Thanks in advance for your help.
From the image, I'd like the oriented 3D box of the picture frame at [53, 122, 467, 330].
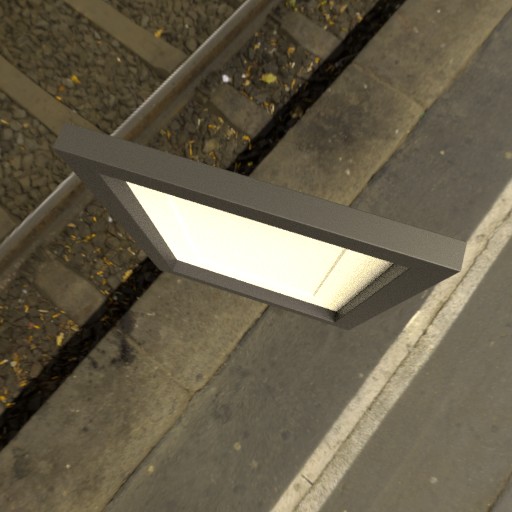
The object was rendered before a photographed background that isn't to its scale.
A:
[{"bbox_3d":[0.000,0.000,0.505,0.307,0.383,0.036,17,75,5],"label":"picture frame"}]
